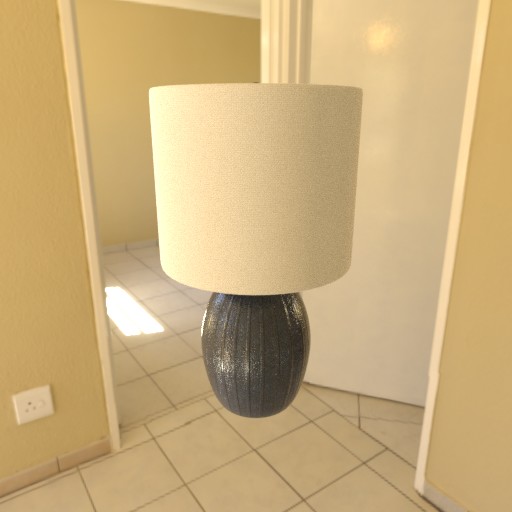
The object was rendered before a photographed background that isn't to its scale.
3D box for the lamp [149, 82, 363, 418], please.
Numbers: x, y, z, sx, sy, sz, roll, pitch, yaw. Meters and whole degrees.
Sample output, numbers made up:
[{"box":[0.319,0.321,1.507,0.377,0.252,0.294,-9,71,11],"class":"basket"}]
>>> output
[{"box":[0.000,0.000,0.780,0.329,0.570,0.329,-17,24,-41],"class":"lamp"}]
